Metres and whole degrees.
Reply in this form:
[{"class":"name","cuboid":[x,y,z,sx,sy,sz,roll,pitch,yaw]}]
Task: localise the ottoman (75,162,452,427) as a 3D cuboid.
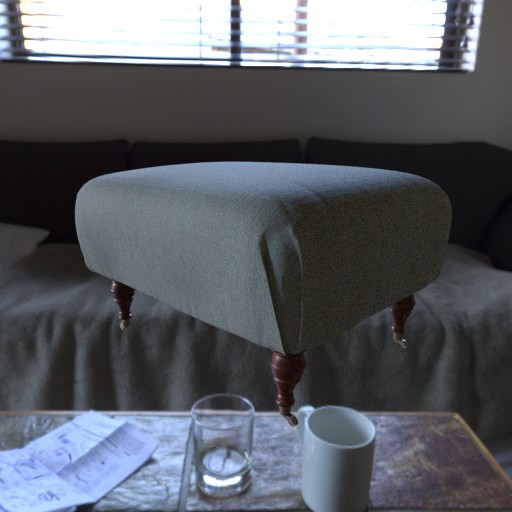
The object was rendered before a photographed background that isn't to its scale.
[{"class":"ottoman","cuboid":[0.000,0.000,1.094,0.747,0.450,0.622,14,21,42]}]
